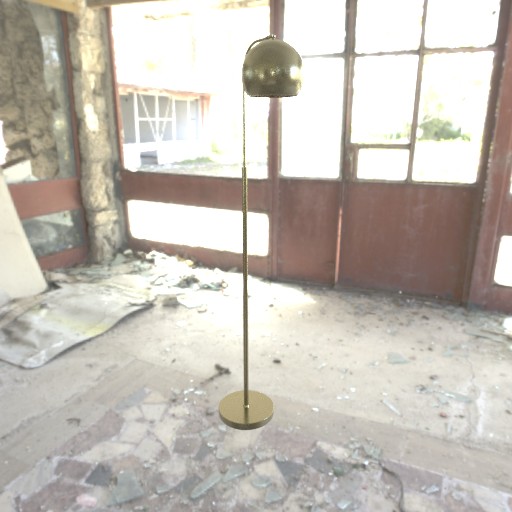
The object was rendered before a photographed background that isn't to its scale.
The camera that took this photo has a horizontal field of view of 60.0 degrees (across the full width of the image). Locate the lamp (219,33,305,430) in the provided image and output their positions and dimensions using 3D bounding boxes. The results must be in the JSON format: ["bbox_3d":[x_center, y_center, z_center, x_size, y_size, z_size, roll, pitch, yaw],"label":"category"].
[{"bbox_3d":[0.000,0.000,1.715,0.250,1.526,0.431,-9,19,-28],"label":"lamp"}]
